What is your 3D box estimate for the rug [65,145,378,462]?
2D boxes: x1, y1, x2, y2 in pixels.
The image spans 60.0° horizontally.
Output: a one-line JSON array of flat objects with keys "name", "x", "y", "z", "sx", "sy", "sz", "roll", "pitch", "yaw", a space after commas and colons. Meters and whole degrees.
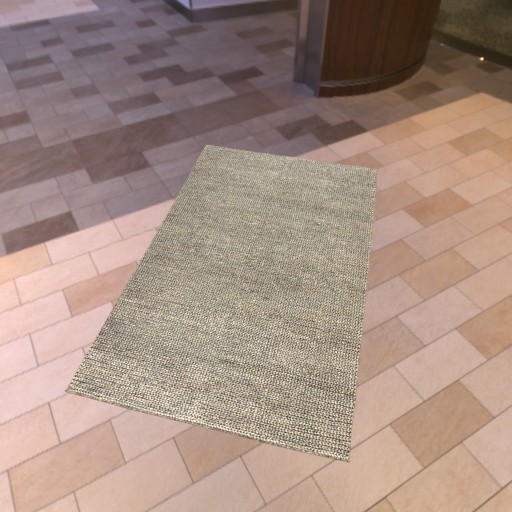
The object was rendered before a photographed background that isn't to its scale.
[{"name": "rug", "x": 0.000, "y": 0.000, "z": 3.073, "sx": 1.538, "sy": 0.021, "sz": 2.443, "roll": 10, "pitch": 48, "yaw": 9}]
